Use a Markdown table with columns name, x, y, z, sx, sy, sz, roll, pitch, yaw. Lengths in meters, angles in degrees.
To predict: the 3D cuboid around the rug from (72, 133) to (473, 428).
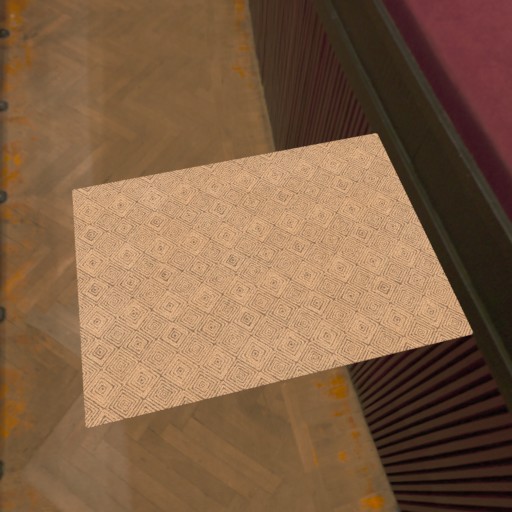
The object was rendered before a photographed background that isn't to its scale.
| name | x | y | z | sx | sy | sz | roll | pitch | yaw |
| --- | --- | --- | --- | --- | --- | --- | --- | --- | --- |
| rug | 0.000 | 0.000 | 2.835 | 2.238 | 0.008 | 1.593 | -12 | 63 | -6 |
